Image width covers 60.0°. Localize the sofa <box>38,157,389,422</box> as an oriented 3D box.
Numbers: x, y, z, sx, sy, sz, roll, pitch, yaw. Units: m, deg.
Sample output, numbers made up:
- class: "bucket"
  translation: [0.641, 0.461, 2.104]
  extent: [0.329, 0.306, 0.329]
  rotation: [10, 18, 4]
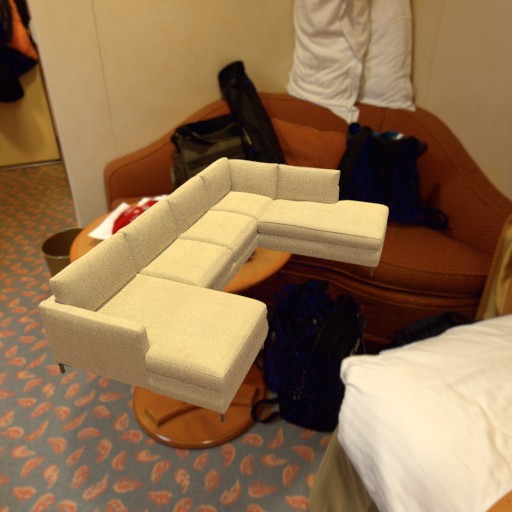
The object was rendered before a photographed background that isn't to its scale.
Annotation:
- class: "sofa"
  translation: [0.000, 0.000, 3.604]
  extent: [1.879, 0.756, 2.737]
  rotation: [10, 31, 17]
